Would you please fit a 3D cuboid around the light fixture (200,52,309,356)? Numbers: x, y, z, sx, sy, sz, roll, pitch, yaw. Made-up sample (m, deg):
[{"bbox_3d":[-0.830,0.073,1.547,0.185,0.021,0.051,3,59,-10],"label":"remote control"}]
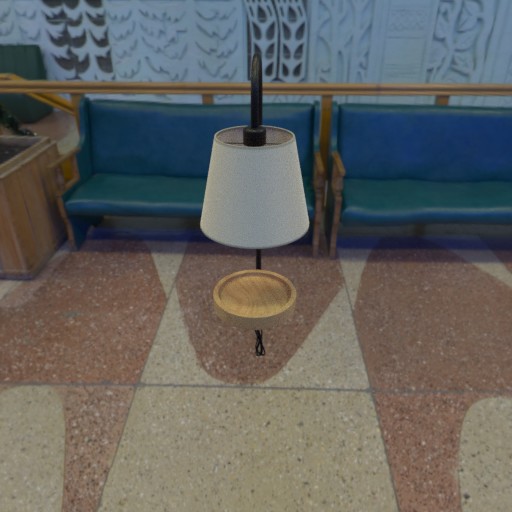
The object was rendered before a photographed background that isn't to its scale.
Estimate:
[{"bbox_3d":[0.000,0.000,0.986,0.220,0.821,0.299,2,31,3],"label":"light fixture"}]
